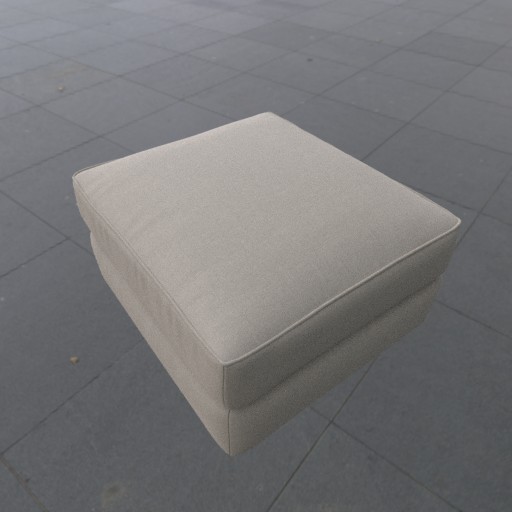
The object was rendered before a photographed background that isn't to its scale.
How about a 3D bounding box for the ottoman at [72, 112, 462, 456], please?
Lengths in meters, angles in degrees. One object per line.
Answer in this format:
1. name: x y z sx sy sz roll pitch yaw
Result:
1. ottoman: 0.000 0.000 1.141 0.662 0.505 0.716 -26 48 -26
